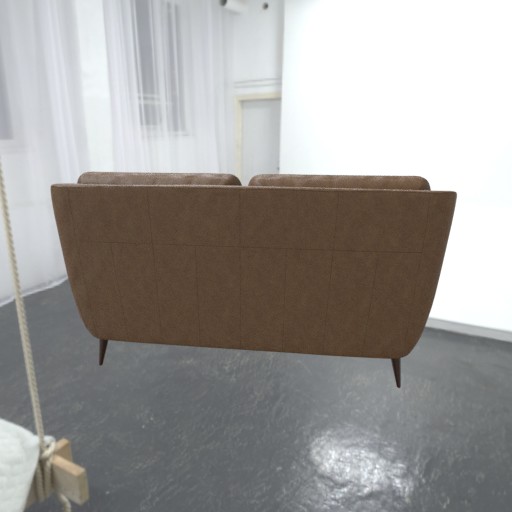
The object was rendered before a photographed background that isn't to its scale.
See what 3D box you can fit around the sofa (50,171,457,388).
[{"bbox_3d":[0.000,0.000,2.263,1.731,0.886,0.981,2,16,8],"label":"sofa"}]
